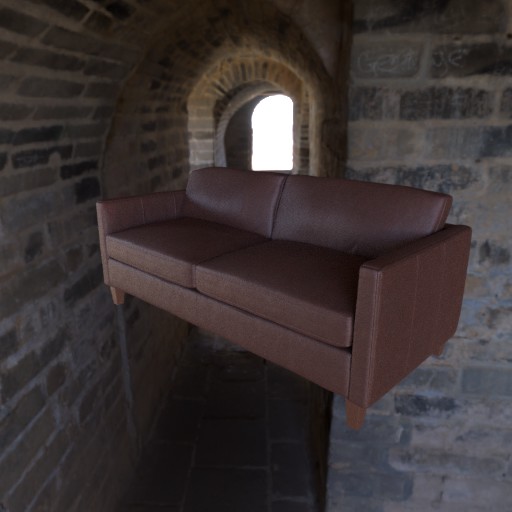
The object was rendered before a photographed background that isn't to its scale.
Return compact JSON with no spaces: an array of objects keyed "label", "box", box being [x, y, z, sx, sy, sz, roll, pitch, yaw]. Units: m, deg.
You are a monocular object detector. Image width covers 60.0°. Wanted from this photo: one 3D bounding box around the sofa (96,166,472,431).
[{"label":"sofa","box":[0.000,0.000,2.468,1.971,0.863,0.923,15,23,41]}]
